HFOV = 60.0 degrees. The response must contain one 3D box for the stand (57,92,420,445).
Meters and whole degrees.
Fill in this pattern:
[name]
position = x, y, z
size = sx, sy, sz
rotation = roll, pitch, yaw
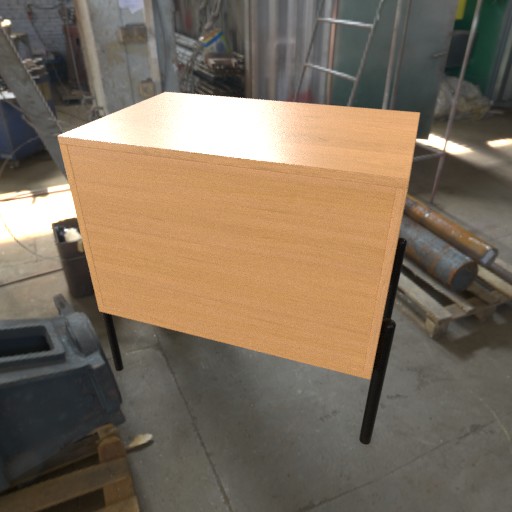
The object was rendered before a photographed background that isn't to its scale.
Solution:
[stand]
position = 0.000, 0.000, 0.997
size = 0.630, 0.600, 0.400
rotation = 11, 33, 17
